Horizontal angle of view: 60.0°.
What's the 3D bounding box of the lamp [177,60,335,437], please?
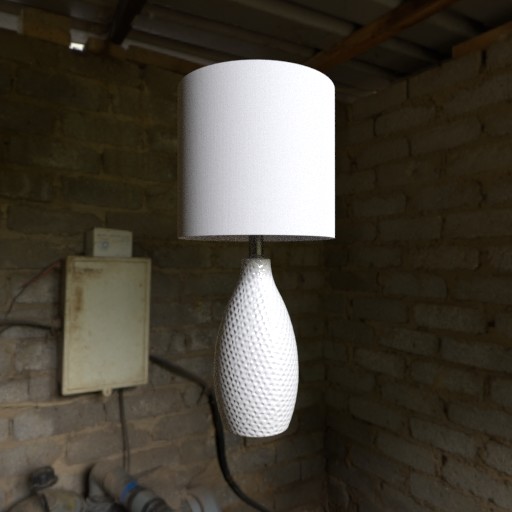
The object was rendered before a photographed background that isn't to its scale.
[{"bbox_3d":[0.000,0.000,0.614,0.214,0.466,0.214,0,0,18],"label":"lamp"}]
